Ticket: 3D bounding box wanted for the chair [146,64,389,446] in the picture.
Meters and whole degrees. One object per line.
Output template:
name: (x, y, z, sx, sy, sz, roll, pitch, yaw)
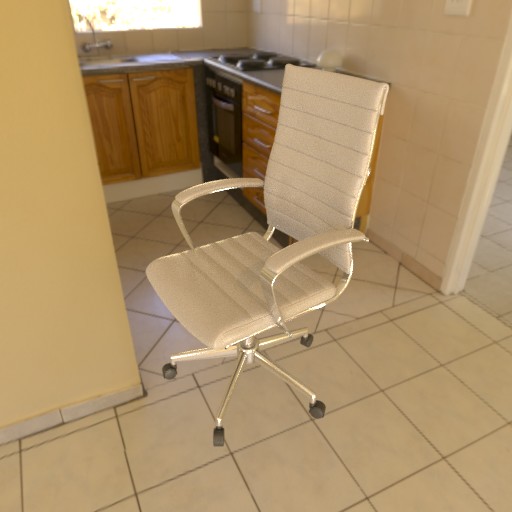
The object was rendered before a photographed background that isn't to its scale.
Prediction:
chair: (0.000, 0.000, 1.553, 0.667, 1.149, 0.679, -20, 37, -30)
